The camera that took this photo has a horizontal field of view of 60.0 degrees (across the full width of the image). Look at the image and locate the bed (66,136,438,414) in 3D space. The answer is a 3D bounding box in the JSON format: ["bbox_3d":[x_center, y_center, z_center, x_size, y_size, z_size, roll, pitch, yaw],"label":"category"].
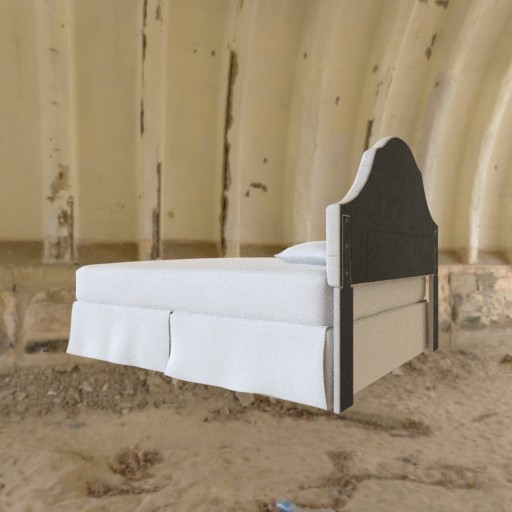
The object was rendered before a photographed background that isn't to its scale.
[{"bbox_3d":[0.000,0.000,3.767,2.477,1.617,2.039,0,0,36],"label":"bed"}]
